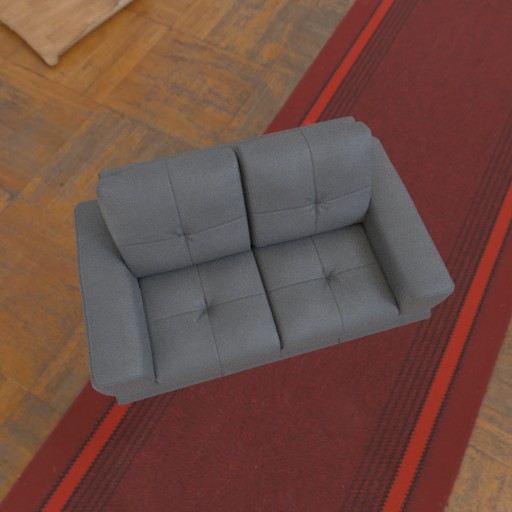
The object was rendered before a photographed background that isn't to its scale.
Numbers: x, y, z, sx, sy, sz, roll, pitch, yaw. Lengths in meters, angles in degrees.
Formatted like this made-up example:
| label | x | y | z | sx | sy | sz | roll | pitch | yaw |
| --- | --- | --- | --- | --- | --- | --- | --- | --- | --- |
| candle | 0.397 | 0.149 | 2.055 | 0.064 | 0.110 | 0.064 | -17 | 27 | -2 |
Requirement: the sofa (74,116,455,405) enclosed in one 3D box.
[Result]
| label | x | y | z | sx | sy | sz | roll | pitch | yaw |
| --- | --- | --- | --- | --- | --- | --- | --- | --- | --- |
| sofa | 0.000 | 0.000 | 2.339 | 1.806 | 0.907 | 1.018 | -14 | 65 | -7 |
